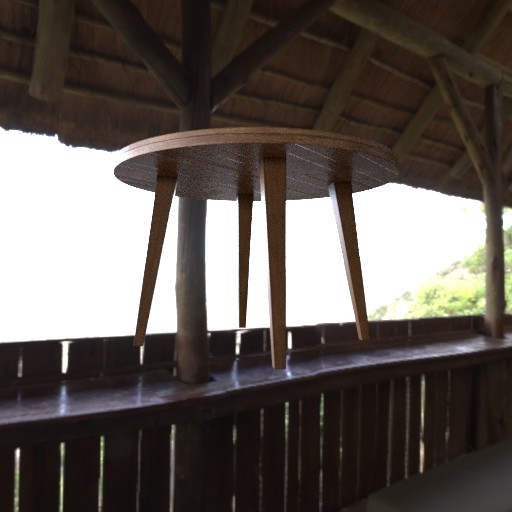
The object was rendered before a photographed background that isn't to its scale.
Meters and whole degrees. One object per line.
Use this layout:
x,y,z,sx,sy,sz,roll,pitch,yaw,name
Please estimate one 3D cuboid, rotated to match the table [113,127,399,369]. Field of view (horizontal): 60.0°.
0.000,0.000,1.965,1.213,0.764,1.213,0,-2,0,table
